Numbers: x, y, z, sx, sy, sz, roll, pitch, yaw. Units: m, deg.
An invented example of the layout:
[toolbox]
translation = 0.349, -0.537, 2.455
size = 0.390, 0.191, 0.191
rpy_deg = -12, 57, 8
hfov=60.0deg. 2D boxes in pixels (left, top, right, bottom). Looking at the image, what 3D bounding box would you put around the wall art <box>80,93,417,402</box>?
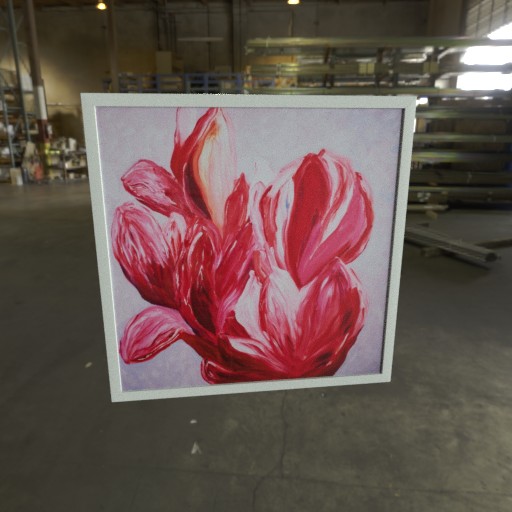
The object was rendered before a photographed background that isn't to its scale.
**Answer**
[wall art]
translation = 0.000, 0.000, 1.173
size = 0.805, 0.803, 0.022
rpy_deg = -2, 16, -7
